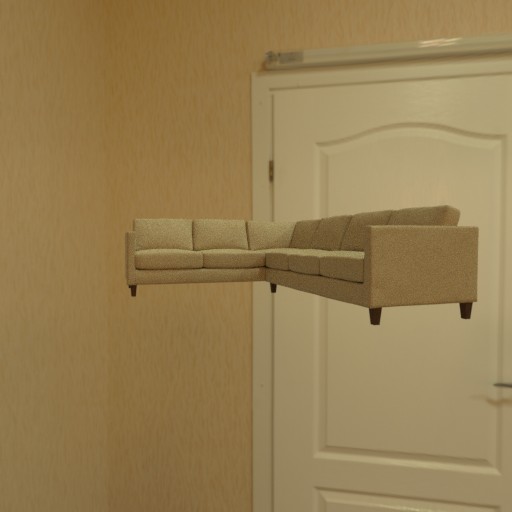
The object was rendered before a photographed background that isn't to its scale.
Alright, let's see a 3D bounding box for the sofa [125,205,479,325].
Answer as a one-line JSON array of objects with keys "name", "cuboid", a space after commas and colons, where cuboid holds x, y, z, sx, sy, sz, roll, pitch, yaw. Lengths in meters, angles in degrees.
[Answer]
[{"name": "sofa", "cuboid": [0.000, 0.000, 4.385, 2.432, 0.863, 3.182, -1, 2, -18]}]
